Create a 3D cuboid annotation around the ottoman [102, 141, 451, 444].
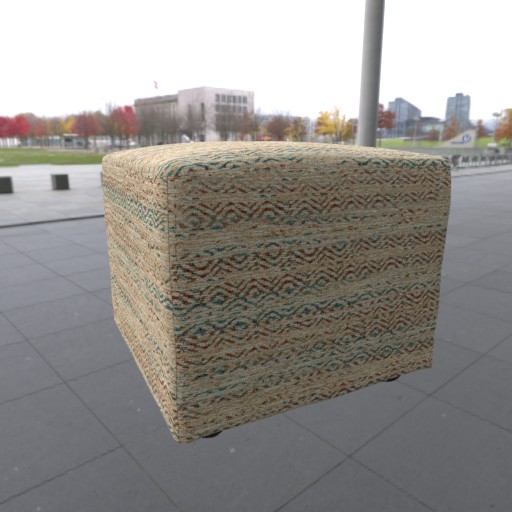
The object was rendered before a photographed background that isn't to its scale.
[{"bbox_3d":[0.000,0.000,0.904,0.512,0.453,0.521,-7,16,-26],"label":"ottoman"}]
